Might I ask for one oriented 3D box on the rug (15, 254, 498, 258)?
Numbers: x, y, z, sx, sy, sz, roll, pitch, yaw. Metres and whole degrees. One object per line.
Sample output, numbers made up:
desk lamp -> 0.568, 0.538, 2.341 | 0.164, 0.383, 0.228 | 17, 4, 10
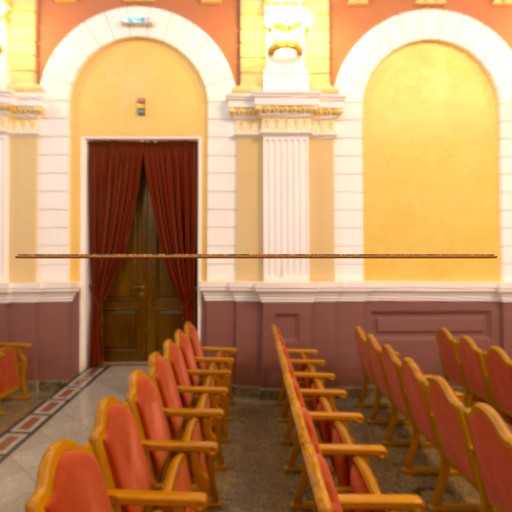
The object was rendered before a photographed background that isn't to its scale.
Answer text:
rug -> 0.000, 0.000, 1.068 | 0.863, 0.008, 0.557 | 0, 0, 0
